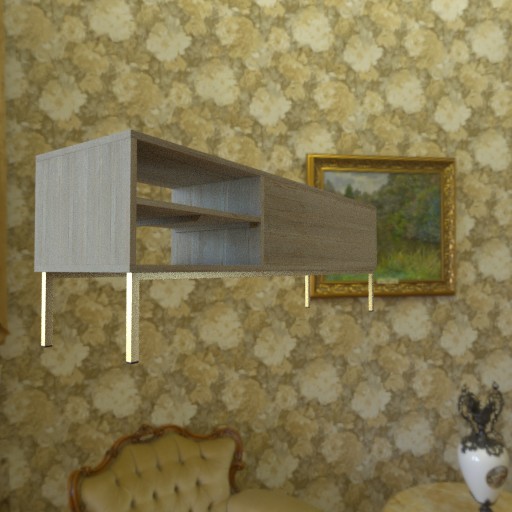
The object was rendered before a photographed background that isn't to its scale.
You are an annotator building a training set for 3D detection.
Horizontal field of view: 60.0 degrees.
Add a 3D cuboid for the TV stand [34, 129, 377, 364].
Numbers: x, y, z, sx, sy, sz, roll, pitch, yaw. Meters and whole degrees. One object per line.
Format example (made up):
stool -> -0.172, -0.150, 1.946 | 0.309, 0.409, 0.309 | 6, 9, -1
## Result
TV stand -> 0.000, 0.000, 1.800 | 0.420, 0.550, 1.600 | -1, -2, 35
